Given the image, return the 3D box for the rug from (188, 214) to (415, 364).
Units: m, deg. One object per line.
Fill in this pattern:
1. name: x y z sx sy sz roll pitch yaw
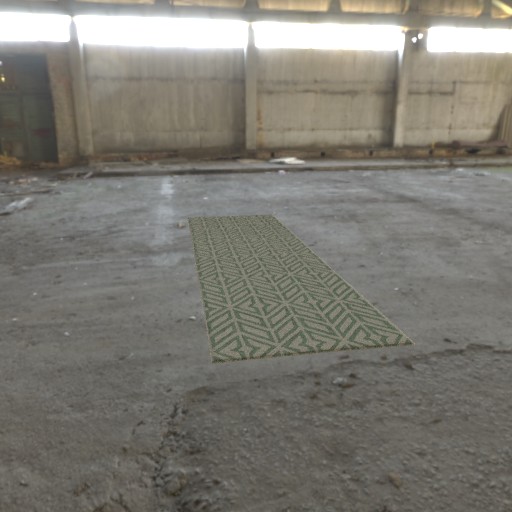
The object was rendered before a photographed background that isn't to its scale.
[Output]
1. rug: 0.000 0.000 2.716 0.750 0.009 2.435 -3 17 -10
